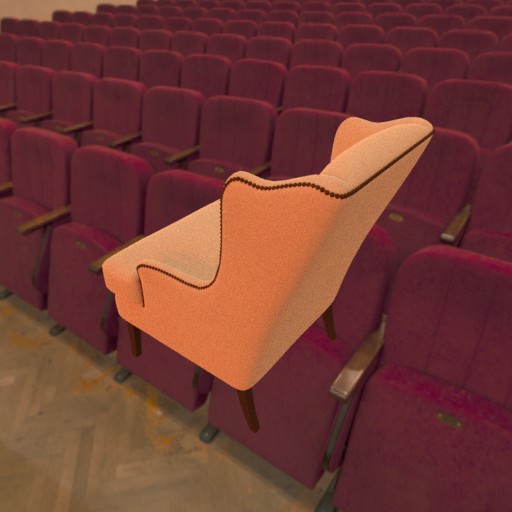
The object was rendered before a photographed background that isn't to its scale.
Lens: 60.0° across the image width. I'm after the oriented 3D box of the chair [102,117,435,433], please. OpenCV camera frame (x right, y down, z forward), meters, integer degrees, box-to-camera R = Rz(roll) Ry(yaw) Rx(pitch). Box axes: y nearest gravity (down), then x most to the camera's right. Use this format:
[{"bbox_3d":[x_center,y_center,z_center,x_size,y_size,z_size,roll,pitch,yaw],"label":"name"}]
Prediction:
[{"bbox_3d":[0.000,0.000,1.654,0.940,1.029,0.737,21,38,30],"label":"chair"}]
